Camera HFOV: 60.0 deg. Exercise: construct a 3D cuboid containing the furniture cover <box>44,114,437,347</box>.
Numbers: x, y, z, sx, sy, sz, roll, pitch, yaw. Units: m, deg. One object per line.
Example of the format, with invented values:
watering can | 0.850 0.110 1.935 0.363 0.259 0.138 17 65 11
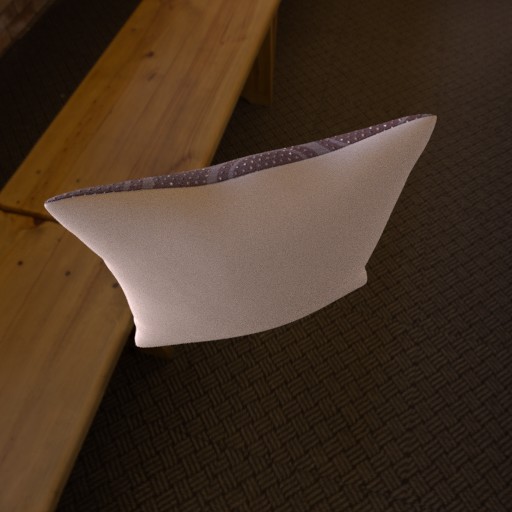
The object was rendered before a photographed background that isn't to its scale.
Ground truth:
furniture cover | 0.000 0.000 0.806 0.552 0.509 0.193 -15 60 -9
